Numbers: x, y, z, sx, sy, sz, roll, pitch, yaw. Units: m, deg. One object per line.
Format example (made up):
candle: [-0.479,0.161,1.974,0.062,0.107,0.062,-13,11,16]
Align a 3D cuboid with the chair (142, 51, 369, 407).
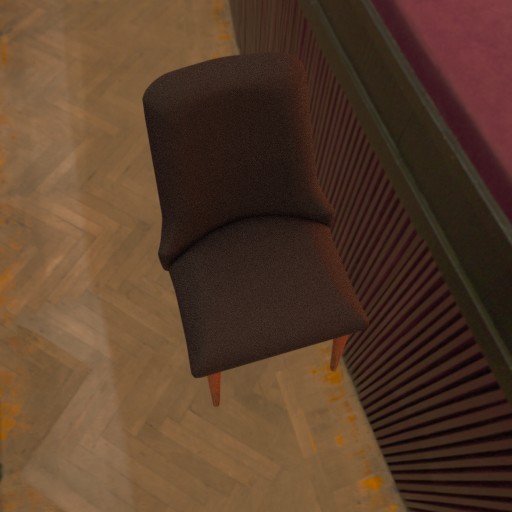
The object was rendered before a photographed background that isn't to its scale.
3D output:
chair: [0.000,0.000,1.187,0.504,0.820,0.567,-15,65,-7]
